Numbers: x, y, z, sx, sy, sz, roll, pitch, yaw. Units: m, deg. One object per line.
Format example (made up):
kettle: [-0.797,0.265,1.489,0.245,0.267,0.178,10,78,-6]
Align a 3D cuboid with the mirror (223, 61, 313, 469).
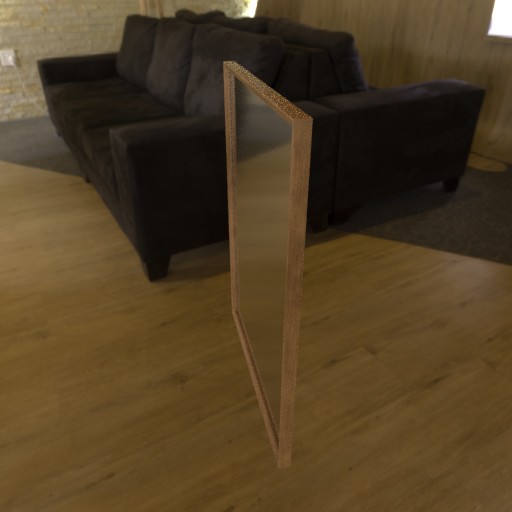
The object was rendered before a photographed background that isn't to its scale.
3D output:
mirror: [0.000,0.000,1.369,0.041,1.016,0.762,-7,32,-11]
